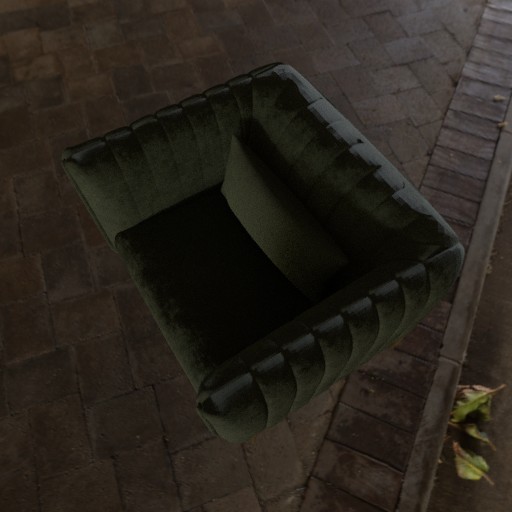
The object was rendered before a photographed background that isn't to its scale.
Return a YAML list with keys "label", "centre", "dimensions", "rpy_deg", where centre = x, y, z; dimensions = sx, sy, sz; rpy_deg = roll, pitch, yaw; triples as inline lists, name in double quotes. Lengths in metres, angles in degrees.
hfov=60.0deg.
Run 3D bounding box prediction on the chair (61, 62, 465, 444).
- label: "chair"
  centre: [0.000, 0.000, 1.619]
  dimensions: [0.877, 0.794, 1.032]
  rpy_deg: [-29, 66, -15]
